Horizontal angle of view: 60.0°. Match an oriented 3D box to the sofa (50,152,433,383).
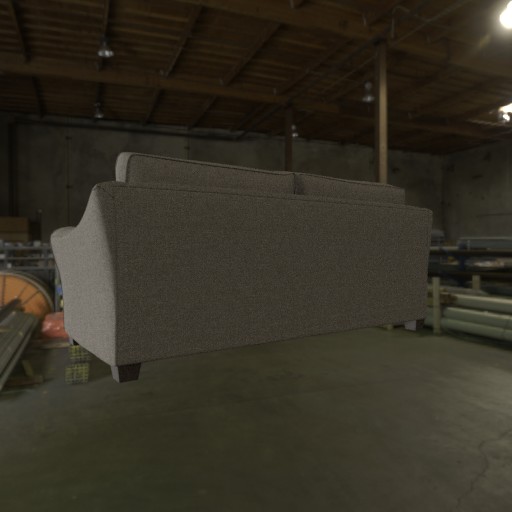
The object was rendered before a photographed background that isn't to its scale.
[{"bbox_3d":[0.000,0.000,2.725,2.203,0.976,1.013,-1,1,-35],"label":"sofa"}]
